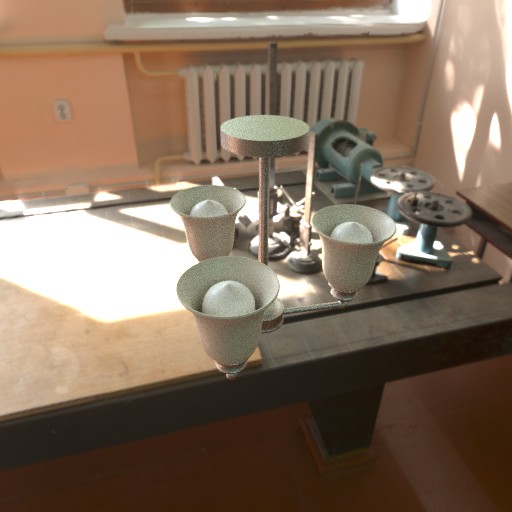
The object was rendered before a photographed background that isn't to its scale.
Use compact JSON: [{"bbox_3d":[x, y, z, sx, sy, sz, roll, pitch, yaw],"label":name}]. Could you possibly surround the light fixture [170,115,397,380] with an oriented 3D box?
[{"bbox_3d":[0.000,0.000,0.670,0.388,0.370,0.354,11,34,16],"label":"light fixture"}]
